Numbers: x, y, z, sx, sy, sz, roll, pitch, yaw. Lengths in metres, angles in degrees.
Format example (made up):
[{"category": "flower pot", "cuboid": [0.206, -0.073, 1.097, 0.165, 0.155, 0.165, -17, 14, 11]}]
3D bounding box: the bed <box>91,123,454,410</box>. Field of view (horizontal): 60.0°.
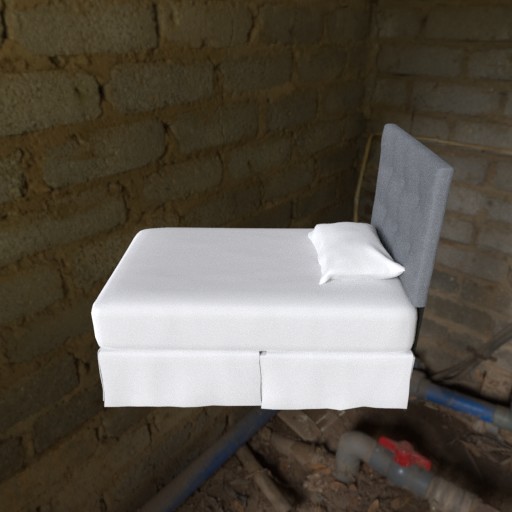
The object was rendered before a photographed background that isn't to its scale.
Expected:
[{"category": "bed", "cuboid": [0.000, 0.000, 3.028, 1.997, 1.571, 1.261, 0, 27, 1]}]
